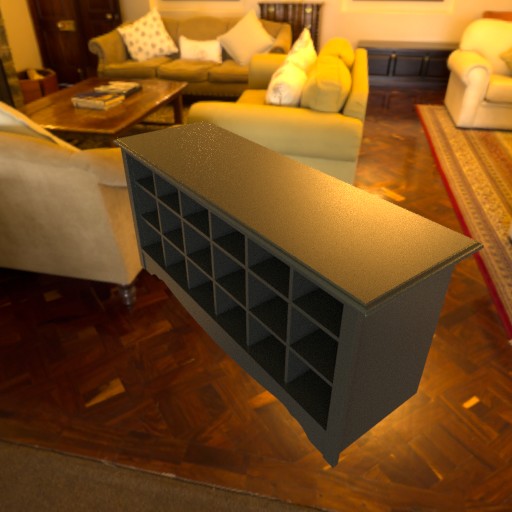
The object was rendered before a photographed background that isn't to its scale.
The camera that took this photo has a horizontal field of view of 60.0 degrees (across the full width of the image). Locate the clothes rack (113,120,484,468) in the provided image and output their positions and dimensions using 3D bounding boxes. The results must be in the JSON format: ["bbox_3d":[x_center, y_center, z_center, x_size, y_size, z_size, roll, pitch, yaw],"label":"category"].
[{"bbox_3d":[0.000,0.000,1.478,0.406,0.556,1.219,-22,39,-30],"label":"clothes rack"}]
